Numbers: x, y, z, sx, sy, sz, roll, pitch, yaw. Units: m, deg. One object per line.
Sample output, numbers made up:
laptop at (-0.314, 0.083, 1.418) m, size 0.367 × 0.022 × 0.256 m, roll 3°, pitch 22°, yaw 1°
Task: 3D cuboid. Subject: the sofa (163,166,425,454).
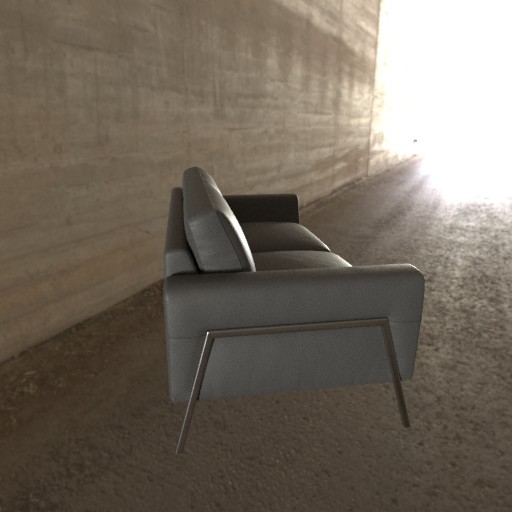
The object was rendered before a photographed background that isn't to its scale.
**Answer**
sofa at (0.000, 0.000, 2.524) m, size 0.953 × 0.875 × 2.017 m, roll -3°, pitch 17°, yaw -9°
